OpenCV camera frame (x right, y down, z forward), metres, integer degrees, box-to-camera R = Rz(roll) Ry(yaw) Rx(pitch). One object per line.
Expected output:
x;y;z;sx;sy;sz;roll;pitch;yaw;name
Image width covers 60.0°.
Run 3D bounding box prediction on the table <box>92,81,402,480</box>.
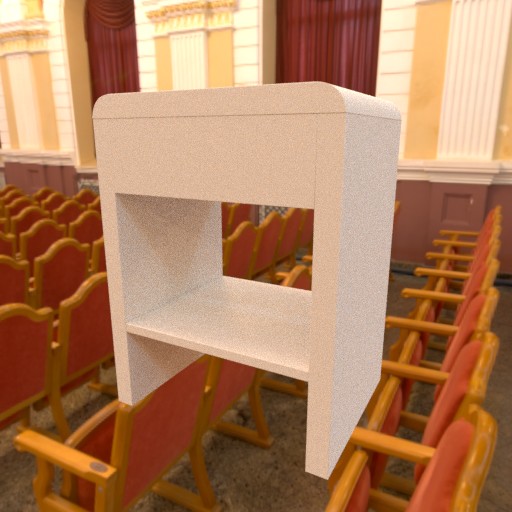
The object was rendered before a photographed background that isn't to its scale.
0.000;0.000;0.873;0.450;0.590;0.350;8;17;28;table
